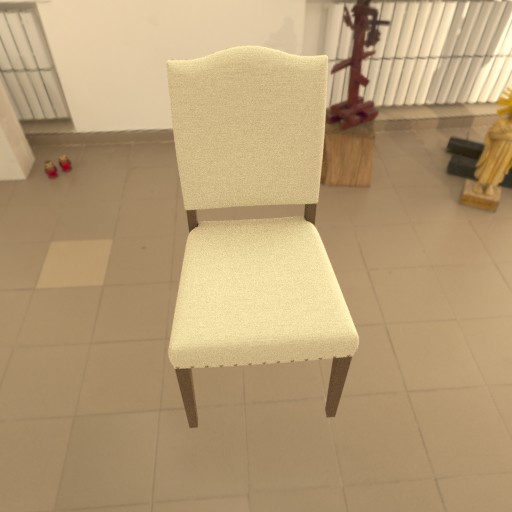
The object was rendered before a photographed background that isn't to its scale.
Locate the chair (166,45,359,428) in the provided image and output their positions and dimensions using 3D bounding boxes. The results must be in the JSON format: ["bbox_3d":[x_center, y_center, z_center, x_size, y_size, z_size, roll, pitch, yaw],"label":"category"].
[{"bbox_3d":[0.000,0.000,1.340,0.508,1.015,0.619,-3,47,-3],"label":"chair"}]
